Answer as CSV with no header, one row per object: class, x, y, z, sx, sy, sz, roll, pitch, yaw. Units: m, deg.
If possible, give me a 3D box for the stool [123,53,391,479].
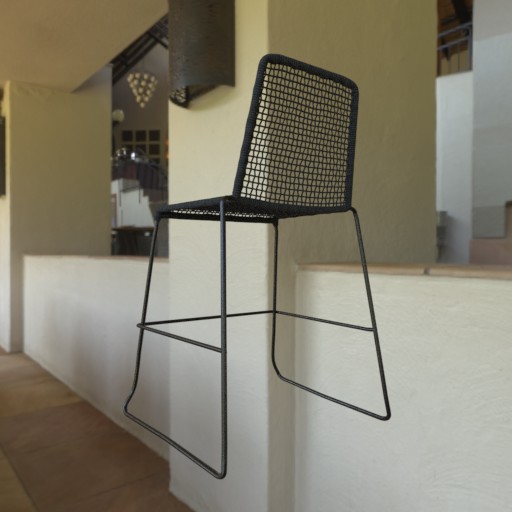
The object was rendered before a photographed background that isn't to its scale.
stool,0.000,0.000,1.239,0.590,0.905,0.509,0,1,-36
